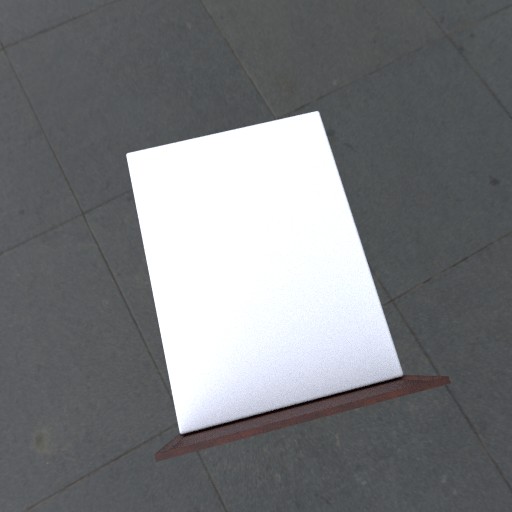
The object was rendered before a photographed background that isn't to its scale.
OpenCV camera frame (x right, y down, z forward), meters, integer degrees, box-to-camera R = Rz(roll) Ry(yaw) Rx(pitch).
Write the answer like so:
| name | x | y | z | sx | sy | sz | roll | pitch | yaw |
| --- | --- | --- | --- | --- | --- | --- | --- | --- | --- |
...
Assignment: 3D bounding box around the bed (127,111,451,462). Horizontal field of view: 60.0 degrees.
| name | x | y | z | sx | sy | sz | roll | pitch | yaw |
| --- | --- | --- | --- | --- | --- | --- | --- | --- | --- |
| bed | 0.000 | 0.000 | 3.197 | 1.600 | 1.270 | 2.184 | -14 | 76 | -3 |
